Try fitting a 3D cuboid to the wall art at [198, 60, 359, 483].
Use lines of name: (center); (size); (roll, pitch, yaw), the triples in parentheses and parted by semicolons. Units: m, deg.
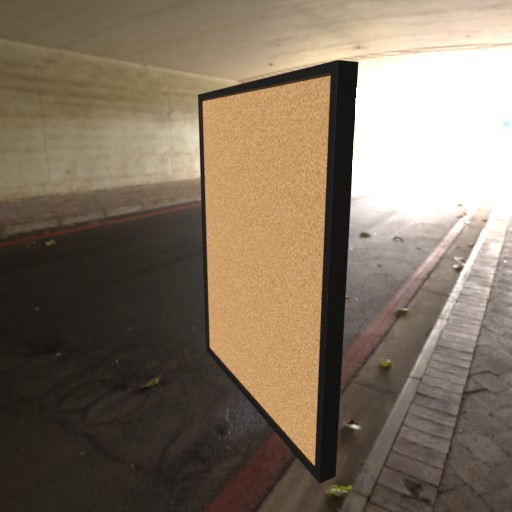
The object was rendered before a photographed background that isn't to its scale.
wall art: (0.000, 0.000, 0.763); (0.029, 0.559, 0.457); (-7, 17, -26)
